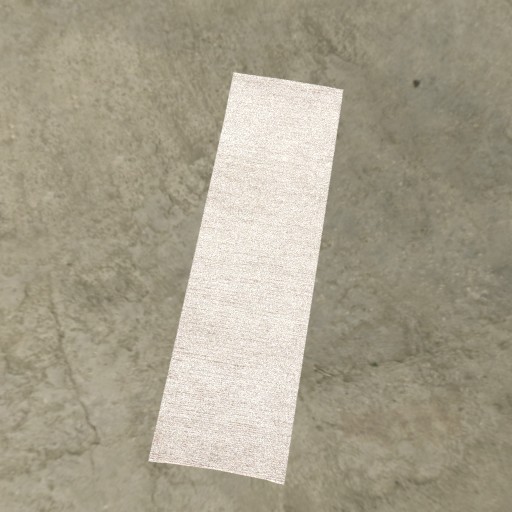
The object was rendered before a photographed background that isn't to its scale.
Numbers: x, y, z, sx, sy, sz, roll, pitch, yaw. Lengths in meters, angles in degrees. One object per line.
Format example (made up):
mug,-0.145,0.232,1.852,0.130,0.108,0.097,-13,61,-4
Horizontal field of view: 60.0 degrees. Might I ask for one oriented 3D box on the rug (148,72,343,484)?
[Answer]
rug,0.000,0.000,2.552,0.712,0.013,2.346,10,76,2
